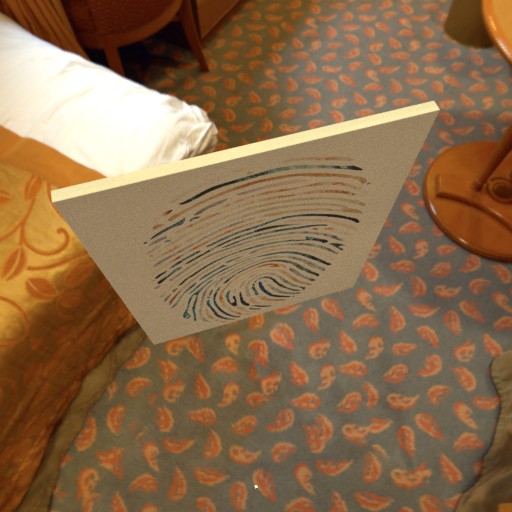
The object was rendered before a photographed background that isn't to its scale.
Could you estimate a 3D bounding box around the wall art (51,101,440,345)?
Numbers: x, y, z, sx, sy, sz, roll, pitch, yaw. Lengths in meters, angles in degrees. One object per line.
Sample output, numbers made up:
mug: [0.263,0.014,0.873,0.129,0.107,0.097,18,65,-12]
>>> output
wall art: [0.000,0.000,0.987,0.609,0.710,0.021,-15,64,-8]
